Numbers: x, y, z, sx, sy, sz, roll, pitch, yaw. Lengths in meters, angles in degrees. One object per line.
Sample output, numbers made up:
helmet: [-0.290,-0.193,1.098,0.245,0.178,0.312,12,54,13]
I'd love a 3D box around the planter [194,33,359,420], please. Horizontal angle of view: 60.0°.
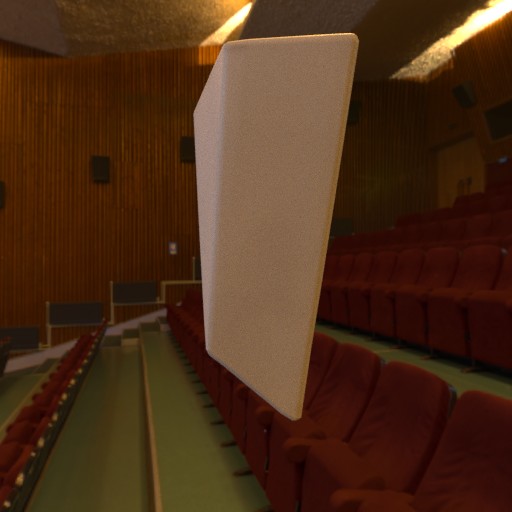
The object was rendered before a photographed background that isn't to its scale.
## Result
planter: [0.000,0.000,0.261,0.060,0.197,0.150,0,-1,-16]
